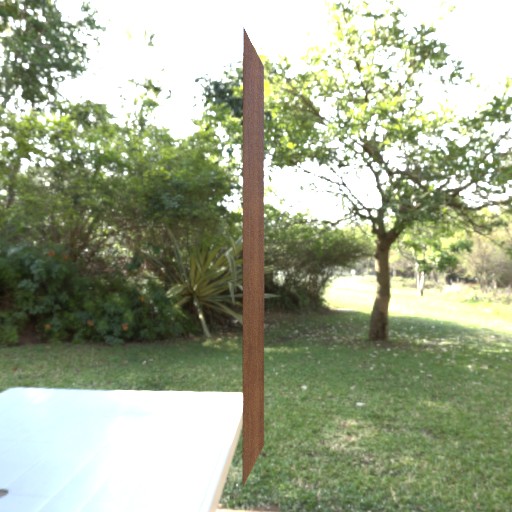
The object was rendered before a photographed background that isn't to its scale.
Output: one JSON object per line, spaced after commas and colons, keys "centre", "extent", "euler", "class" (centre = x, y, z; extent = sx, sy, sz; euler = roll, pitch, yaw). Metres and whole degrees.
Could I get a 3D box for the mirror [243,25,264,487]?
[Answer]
{"centre": [0.000, 0.000, 1.288], "extent": [0.047, 1.010, 0.651], "euler": [0, 0, 1], "class": "mirror"}
